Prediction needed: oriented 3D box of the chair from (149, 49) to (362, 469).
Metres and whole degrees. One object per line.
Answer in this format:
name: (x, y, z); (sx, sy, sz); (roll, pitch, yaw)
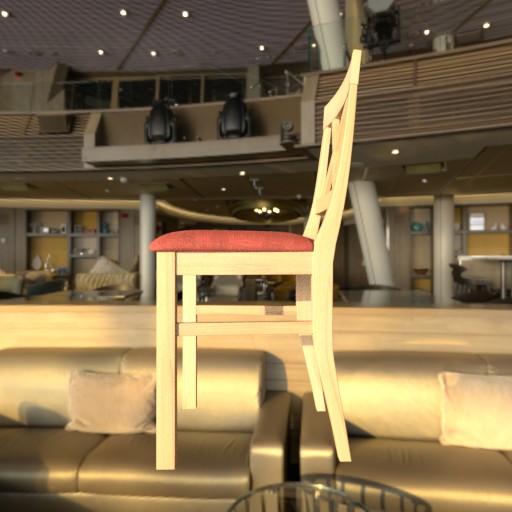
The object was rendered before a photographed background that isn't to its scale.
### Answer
chair: (0.000, 0.000, 1.154); (0.492, 0.912, 0.439); (0, 0, -1)
